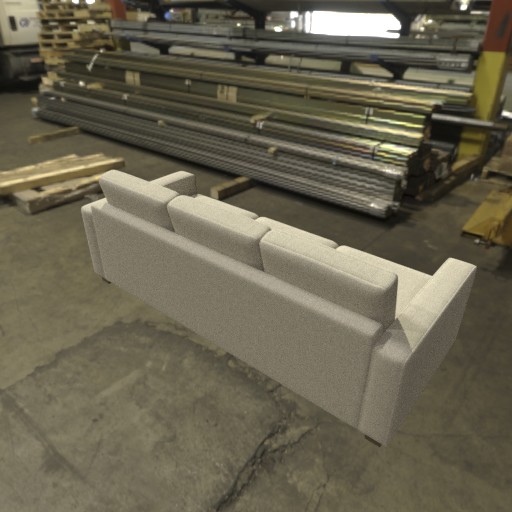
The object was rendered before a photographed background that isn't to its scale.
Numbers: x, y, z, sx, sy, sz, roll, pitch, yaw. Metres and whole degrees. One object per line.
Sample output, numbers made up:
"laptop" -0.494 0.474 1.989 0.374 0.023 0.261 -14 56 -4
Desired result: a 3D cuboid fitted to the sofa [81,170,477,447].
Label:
"sofa" 0.000 0.000 2.579 2.160 0.800 0.900 23 38 33
